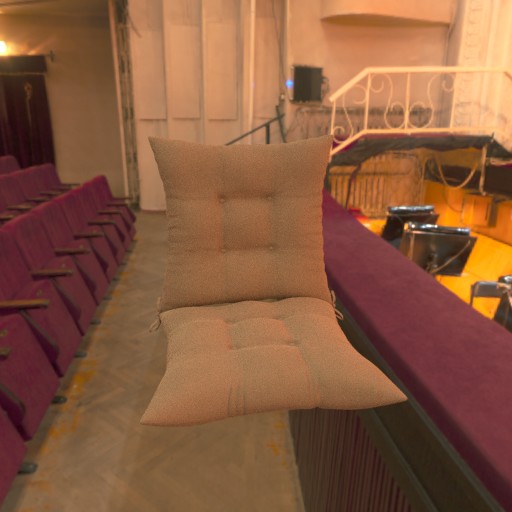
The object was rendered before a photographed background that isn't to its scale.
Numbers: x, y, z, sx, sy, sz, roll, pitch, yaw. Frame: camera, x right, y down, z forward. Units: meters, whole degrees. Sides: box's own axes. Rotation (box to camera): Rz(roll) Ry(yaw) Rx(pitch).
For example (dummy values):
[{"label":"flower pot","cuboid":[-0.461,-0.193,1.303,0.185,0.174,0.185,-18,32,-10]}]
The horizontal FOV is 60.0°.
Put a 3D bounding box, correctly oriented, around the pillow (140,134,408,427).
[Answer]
[{"label":"pillow","cuboid":[0.000,0.000,1.031,0.541,0.536,0.585,-2,16,-8]}]
